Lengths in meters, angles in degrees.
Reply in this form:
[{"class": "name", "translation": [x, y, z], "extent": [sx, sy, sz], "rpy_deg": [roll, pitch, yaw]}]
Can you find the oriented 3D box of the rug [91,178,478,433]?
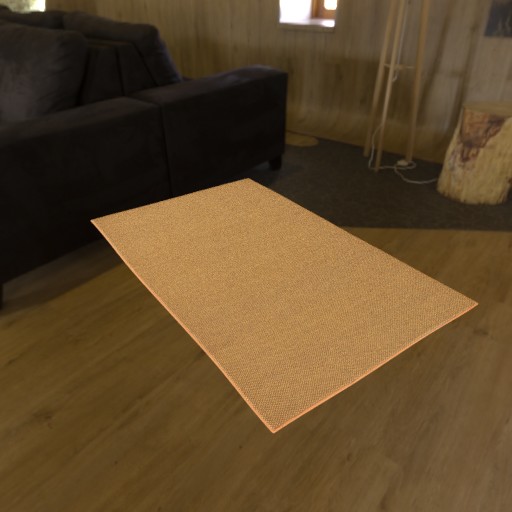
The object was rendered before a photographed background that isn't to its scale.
[{"class": "rug", "translation": [0.000, 0.000, 2.145], "extent": [1.078, 0.013, 1.678], "rpy_deg": [-21, 37, -30]}]
